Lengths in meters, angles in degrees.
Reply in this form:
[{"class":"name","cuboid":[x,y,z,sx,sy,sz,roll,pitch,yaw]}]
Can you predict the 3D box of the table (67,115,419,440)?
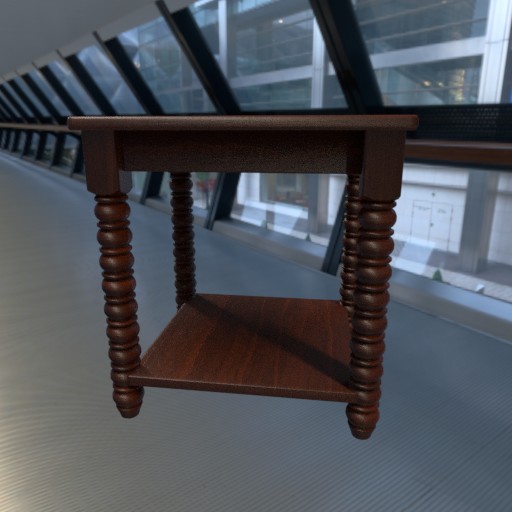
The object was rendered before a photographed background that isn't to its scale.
[{"class":"table","cuboid":[0.000,0.000,0.966,0.533,0.567,0.500,2,16,8]}]
